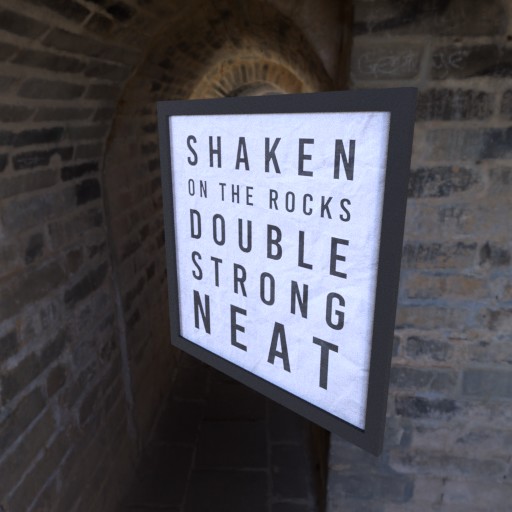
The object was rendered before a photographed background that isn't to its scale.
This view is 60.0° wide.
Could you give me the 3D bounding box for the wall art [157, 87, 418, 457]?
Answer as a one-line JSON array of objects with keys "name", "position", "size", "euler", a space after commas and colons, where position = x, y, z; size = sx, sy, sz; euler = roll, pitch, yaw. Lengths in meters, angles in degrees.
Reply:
[{"name": "wall art", "position": [0.000, 0.000, 0.675], "size": [0.456, 0.458, 0.013], "euler": [15, 22, 41]}]
